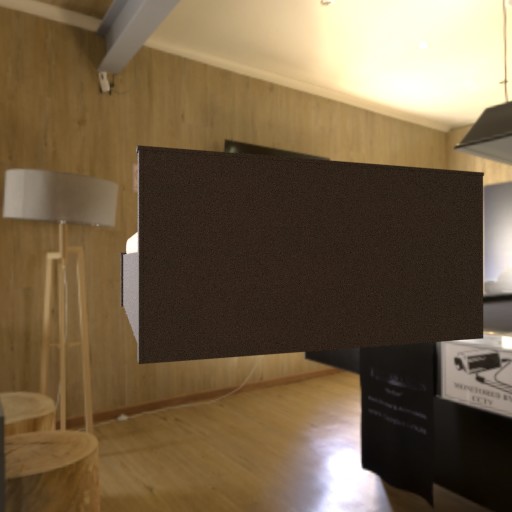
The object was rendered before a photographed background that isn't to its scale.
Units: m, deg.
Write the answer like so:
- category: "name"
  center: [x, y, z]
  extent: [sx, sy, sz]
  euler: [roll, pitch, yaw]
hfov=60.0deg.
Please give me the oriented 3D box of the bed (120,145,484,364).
- category: "bed"
  center: [0.000, 0.000, 2.891]
  extent: [1.634, 0.808, 2.103]
  euler: [0, 0, -19]
